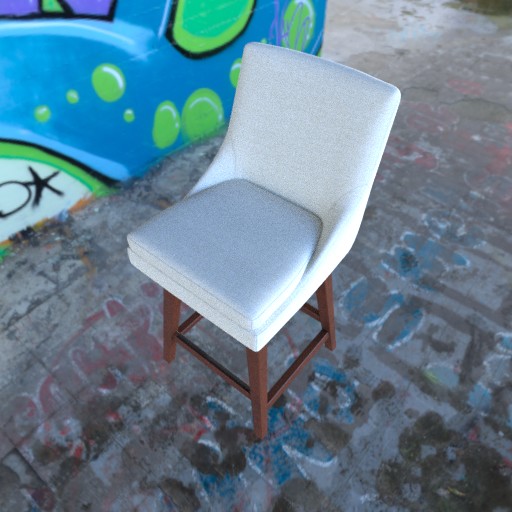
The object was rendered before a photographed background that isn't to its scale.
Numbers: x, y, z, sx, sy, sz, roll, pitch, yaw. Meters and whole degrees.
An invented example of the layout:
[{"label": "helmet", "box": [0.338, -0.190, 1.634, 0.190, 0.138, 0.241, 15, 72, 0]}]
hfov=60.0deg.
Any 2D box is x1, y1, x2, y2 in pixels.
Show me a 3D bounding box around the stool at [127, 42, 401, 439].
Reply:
[{"label": "stool", "box": [0.000, 0.000, 1.312, 0.469, 0.991, 0.559, 31, 54, 26]}]
